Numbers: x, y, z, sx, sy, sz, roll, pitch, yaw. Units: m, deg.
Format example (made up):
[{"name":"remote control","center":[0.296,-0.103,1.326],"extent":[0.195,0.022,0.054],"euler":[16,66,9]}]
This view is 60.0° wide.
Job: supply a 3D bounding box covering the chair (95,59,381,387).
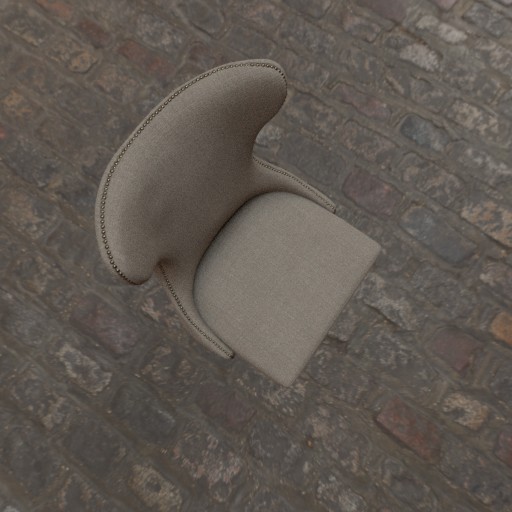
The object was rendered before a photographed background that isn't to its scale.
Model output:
[{"name":"chair","center":[0.000,0.000,1.374],"extent":[0.635,0.967,0.628],"euler":[35,78,8]}]
